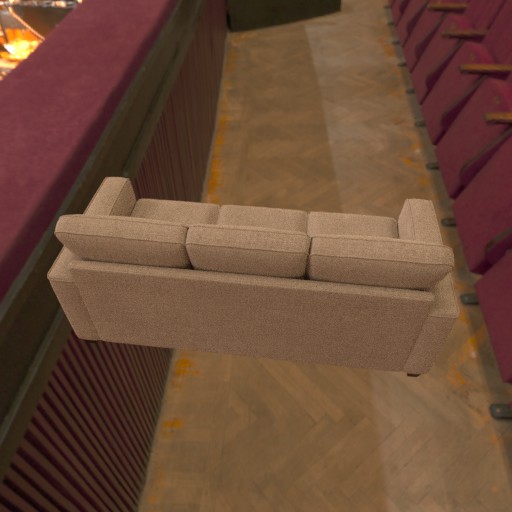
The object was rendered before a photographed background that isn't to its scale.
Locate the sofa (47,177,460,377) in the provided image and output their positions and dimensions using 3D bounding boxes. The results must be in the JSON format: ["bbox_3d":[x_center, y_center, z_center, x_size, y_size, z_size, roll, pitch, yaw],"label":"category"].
[{"bbox_3d":[0.000,0.000,2.675,2.133,0.965,0.939,5,46,5],"label":"sofa"}]
